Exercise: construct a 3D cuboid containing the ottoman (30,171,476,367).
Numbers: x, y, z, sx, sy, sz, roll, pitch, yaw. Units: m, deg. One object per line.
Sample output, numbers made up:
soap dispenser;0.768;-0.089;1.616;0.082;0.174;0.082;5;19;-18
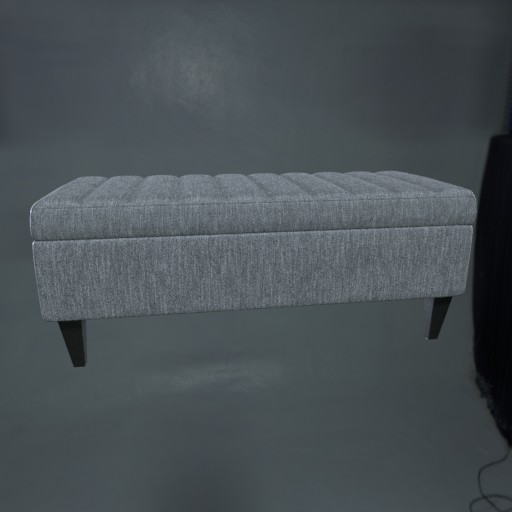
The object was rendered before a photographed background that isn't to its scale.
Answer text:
ottoman;0.000;0.000;1.382;1.151;0.469;0.482;-3;17;-8
